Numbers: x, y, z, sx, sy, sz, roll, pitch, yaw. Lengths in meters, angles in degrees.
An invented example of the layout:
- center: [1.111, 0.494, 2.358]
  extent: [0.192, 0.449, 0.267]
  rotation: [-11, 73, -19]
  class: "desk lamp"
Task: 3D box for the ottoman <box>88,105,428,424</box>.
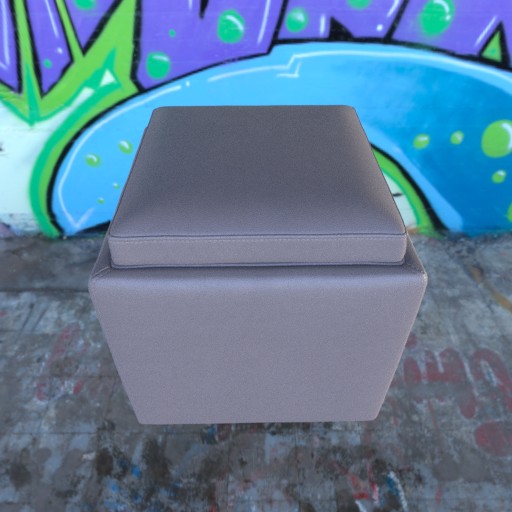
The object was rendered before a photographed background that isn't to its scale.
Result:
- center: [0.000, 0.000, 0.824]
  extent: [0.450, 0.460, 0.451]
  rotation: [-1, 42, -1]
  class: "ottoman"
